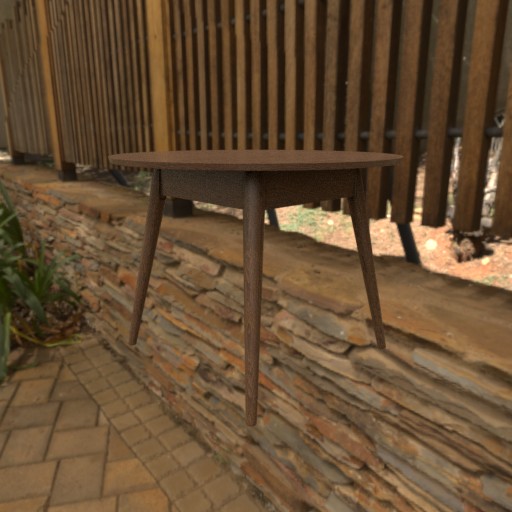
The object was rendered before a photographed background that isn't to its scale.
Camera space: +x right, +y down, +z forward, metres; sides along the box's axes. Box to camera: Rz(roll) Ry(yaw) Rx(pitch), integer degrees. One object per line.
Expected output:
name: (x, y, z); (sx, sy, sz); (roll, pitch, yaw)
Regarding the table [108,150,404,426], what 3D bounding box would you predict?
table: (0.000, 0.000, 1.761); (1.053, 0.786, 1.053); (0, 15, 0)
